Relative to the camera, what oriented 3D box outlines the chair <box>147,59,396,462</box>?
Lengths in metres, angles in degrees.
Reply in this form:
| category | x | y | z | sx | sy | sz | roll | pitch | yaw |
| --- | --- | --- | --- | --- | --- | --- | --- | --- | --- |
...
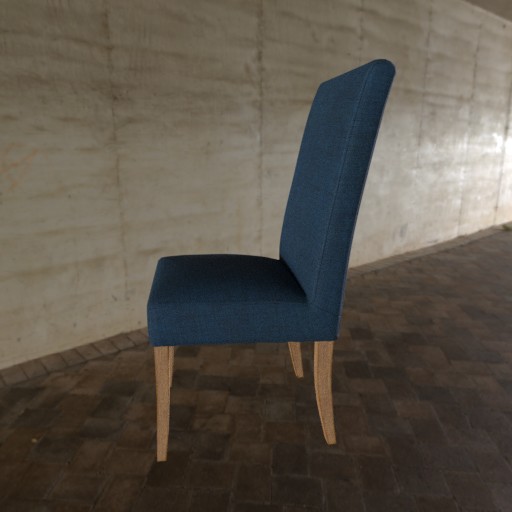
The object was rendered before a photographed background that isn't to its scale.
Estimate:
| category | x | y | z | sx | sy | sz | roll | pitch | yaw |
| --- | --- | --- | --- | --- | --- | --- | --- | --- | --- |
| chair | 0.000 | 0.000 | 1.313 | 0.610 | 1.029 | 0.450 | -2 | 15 | -8 |
